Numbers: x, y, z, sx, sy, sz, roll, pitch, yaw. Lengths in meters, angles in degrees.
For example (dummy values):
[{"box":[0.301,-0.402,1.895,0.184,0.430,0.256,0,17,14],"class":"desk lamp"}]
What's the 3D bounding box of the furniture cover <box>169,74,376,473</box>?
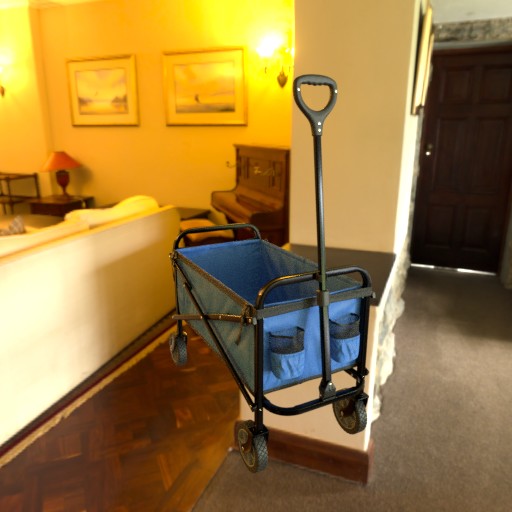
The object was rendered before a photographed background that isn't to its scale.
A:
[{"box":[0.000,0.000,1.794,0.532,1.295,1.038,-8,18,-27],"class":"furniture cover"}]
